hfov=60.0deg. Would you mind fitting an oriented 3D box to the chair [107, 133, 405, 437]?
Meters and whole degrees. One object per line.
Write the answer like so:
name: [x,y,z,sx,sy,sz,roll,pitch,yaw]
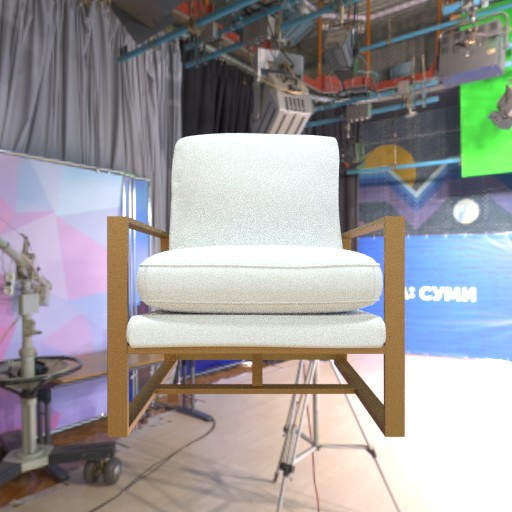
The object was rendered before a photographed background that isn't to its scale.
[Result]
chair: [0.000,0.000,1.553,0.805,0.966,0.813,0,1,0]
